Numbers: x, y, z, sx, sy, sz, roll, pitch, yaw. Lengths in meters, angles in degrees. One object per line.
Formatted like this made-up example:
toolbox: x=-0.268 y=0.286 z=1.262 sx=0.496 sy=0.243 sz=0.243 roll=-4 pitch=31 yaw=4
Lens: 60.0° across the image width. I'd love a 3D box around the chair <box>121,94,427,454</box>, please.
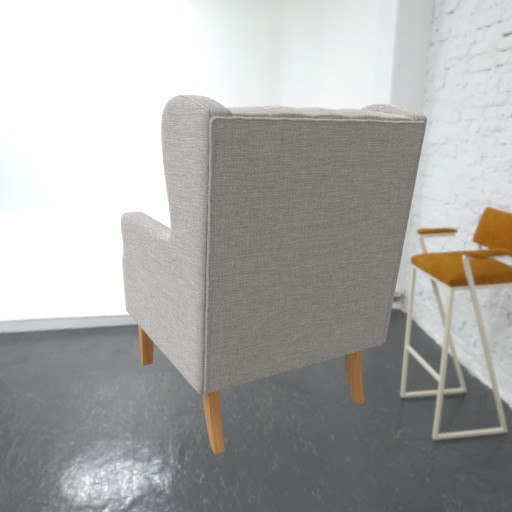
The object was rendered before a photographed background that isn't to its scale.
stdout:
chair: x=0.000 y=0.000 z=1.440 sx=0.710 sy=0.930 sz=0.760 roll=-8 pitch=17 yaw=-27
